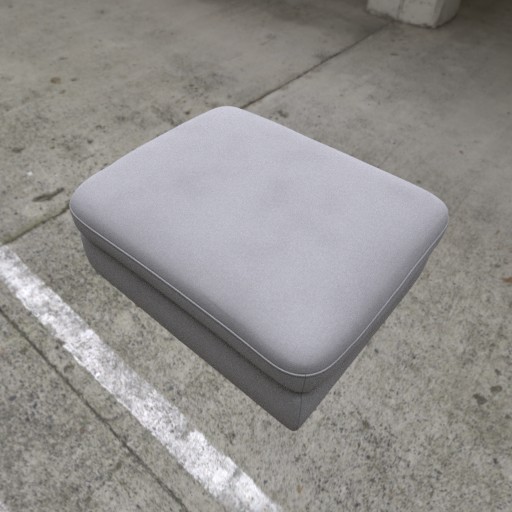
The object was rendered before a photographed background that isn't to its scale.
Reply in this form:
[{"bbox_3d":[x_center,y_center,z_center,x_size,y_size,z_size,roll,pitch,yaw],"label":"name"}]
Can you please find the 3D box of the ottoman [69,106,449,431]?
[{"bbox_3d":[0.000,0.000,1.147,0.747,0.478,0.593,31,54,26],"label":"ottoman"}]
